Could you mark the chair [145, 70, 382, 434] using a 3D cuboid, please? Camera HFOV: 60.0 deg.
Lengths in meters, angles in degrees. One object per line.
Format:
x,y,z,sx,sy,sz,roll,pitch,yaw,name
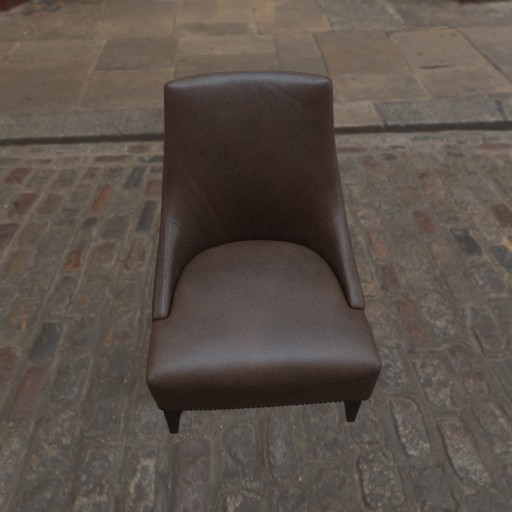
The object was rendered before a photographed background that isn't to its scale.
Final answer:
0.000,0.000,1.495,0.701,0.909,0.861,-3,46,-3,chair
